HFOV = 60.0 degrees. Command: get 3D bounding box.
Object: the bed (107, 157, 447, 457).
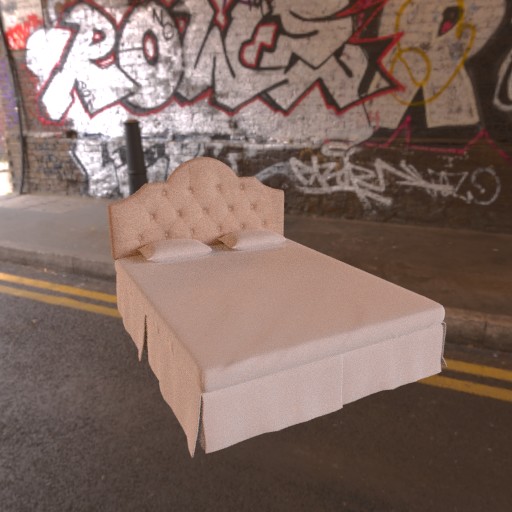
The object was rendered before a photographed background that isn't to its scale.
[{"bbox_3d":[0.000,0.000,3.020,1.667,1.194,1.970,-9,19,-27],"label":"bed"}]
